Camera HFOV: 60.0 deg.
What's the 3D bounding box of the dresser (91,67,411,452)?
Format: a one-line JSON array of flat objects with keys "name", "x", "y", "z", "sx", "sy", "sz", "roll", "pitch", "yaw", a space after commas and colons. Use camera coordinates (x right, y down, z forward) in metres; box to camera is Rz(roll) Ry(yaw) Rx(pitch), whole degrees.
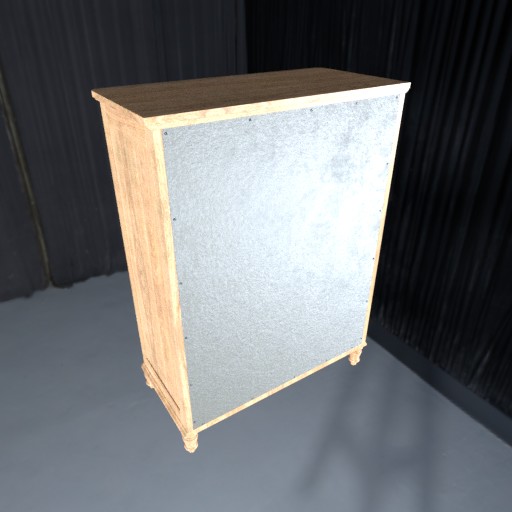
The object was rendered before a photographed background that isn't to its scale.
[{"name": "dresser", "x": 0.000, "y": 0.000, "z": 1.815, "sx": 0.973, "sy": 1.318, "sz": 0.484, "roll": -18, "pitch": 35, "yaw": -28}]
